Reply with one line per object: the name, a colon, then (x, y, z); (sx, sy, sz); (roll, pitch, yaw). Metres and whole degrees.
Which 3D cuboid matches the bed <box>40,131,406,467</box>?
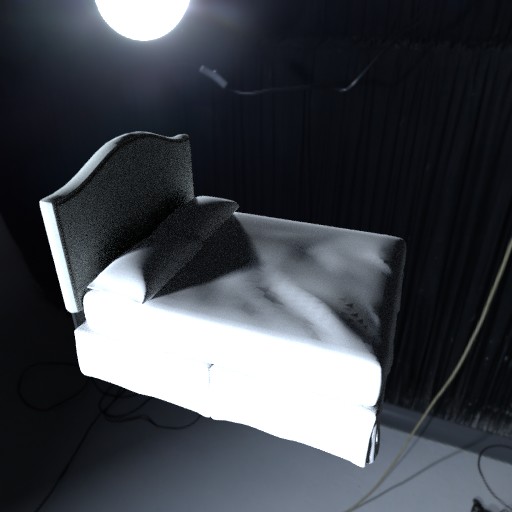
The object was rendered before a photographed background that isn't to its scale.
bed: (0.000, 0.000, 3.307); (2.180, 1.607, 1.813); (10, 31, 18)
